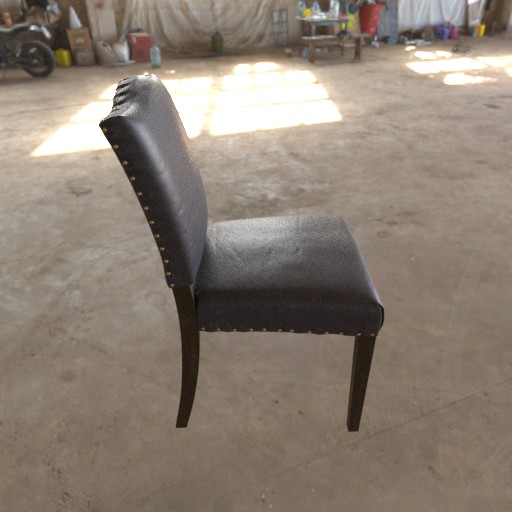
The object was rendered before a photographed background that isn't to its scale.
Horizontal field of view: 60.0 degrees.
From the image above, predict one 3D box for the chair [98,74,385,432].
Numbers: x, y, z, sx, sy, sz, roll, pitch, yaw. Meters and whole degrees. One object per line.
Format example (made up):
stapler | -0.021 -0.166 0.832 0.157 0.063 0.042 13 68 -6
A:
chair | 0.000 0.000 1.289 0.633 0.991 0.500 -1 33 -2
